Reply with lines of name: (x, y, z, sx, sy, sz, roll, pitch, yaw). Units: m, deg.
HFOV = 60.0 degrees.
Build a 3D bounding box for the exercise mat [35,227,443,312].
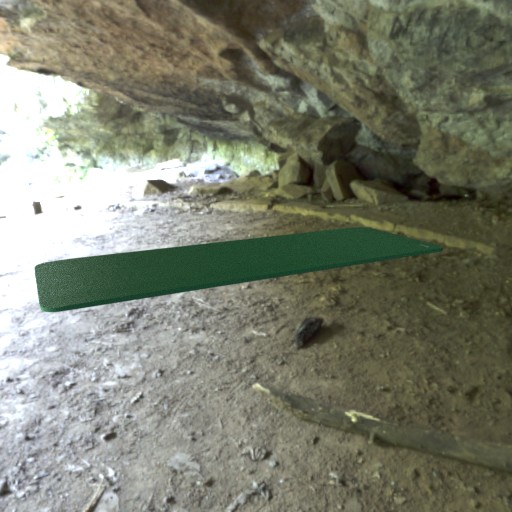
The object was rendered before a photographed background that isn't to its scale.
exercise mat: (0.000, 0.000, 2.087, 1.869, 0.021, 0.616, -7, 17, -26)
